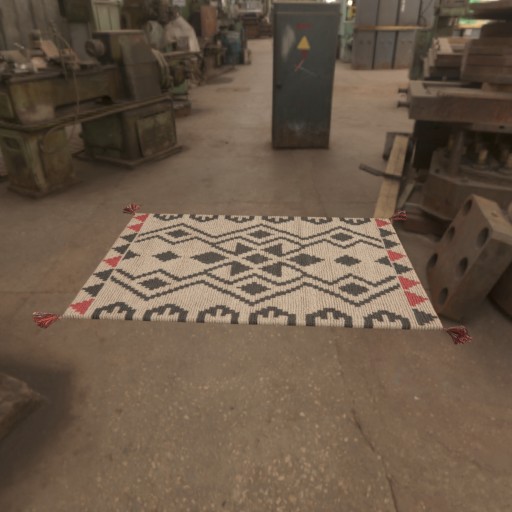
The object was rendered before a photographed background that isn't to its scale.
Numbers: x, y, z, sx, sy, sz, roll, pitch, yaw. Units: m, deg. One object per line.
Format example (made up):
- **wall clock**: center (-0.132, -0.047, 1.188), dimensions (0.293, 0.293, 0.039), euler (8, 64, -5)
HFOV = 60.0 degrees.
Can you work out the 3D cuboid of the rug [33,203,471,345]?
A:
- **rug**: center (0.000, 0.000, 2.639), dimensions (2.069, 0.067, 1.444), euler (2, 29, 3)
